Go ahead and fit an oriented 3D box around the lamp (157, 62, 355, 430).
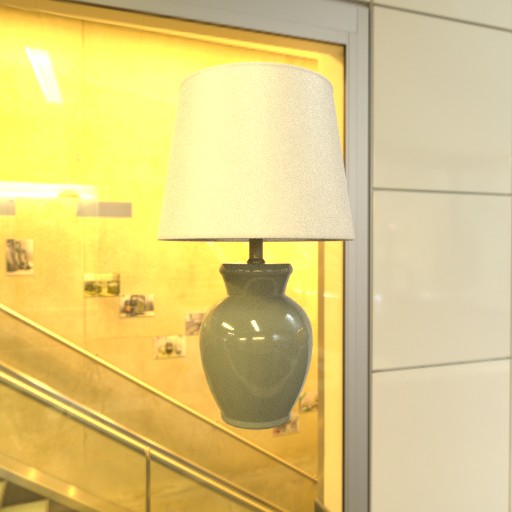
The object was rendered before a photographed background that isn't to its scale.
[{"bbox_3d":[0.000,0.000,0.549,0.239,0.399,0.239,0,1,0],"label":"lamp"}]
